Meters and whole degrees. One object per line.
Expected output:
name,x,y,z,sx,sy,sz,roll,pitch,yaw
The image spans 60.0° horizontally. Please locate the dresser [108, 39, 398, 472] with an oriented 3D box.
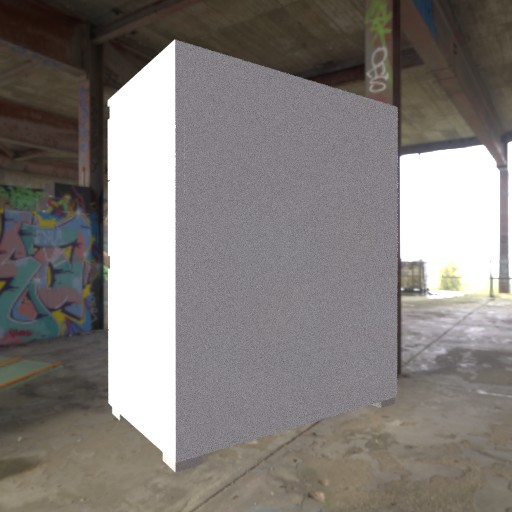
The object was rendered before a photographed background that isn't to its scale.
dresser,0.000,0.000,1.167,0.650,0.800,0.400,0,1,-35
